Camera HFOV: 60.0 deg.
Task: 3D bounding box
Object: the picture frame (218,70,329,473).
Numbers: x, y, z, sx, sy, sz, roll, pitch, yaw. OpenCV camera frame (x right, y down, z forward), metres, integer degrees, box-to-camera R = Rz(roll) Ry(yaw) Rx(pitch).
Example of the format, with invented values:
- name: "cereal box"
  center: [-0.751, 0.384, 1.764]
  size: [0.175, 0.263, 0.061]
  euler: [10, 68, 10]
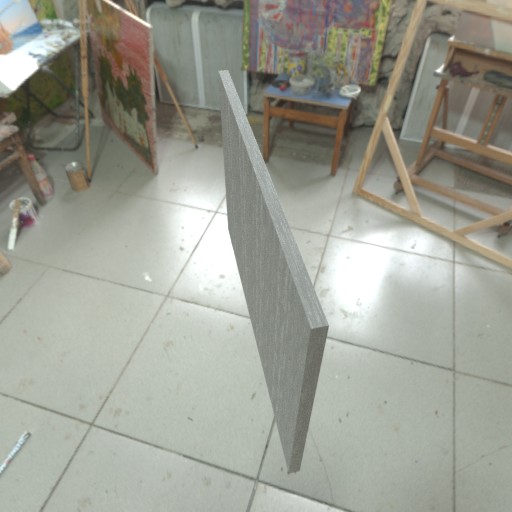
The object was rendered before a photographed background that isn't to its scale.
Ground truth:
- name: "picture frame"
  center: [0.000, 0.000, 1.235]
  size: [0.029, 0.640, 0.950]
  euler: [-9, 46, -8]
